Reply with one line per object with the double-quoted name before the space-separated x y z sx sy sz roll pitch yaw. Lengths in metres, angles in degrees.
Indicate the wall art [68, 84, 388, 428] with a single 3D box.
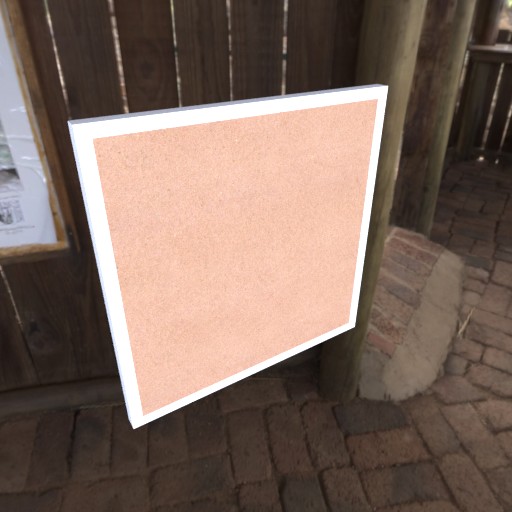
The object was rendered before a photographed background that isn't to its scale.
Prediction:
"wall art" 0.000 0.000 1.128 0.760 0.760 0.036 -18 34 -28
